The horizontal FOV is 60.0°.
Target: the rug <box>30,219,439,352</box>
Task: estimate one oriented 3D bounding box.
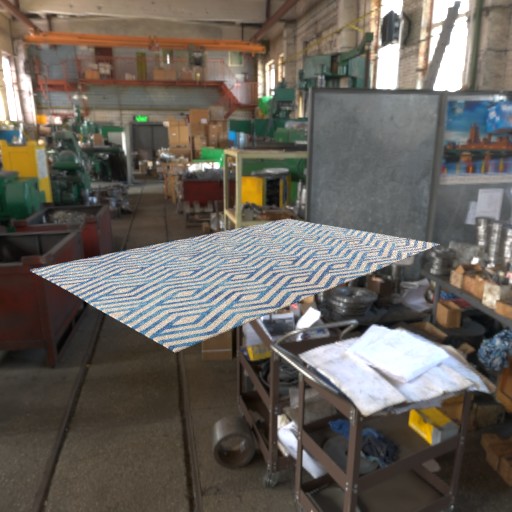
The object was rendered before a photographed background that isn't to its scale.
[{"bbox_3d":[0.000,0.000,3.063,1.531,0.008,2.439,15,21,43],"label":"rug"}]
